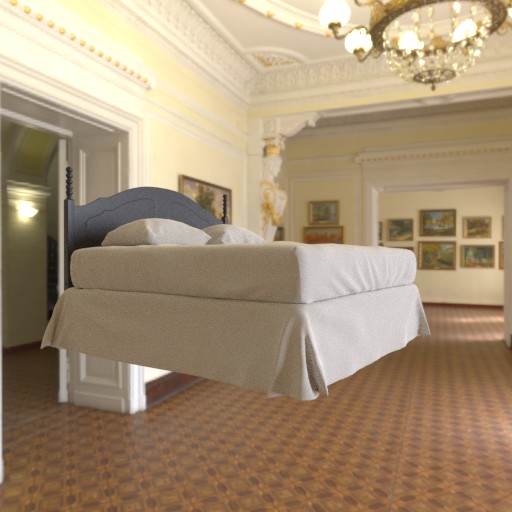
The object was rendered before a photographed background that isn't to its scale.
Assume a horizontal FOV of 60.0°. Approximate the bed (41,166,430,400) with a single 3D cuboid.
[{"bbox_3d":[0.000,0.000,3.497,2.219,1.355,2.322,0,0,35],"label":"bed"}]
